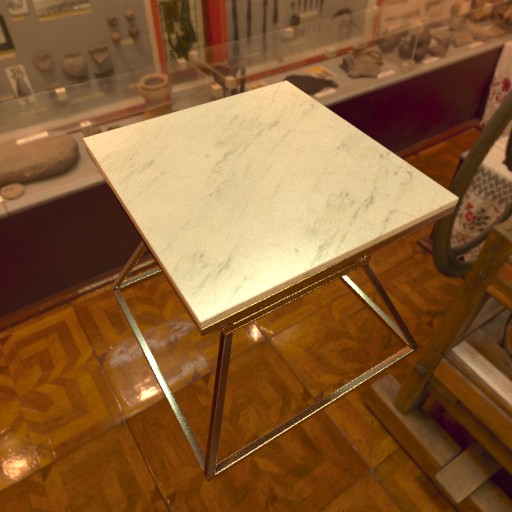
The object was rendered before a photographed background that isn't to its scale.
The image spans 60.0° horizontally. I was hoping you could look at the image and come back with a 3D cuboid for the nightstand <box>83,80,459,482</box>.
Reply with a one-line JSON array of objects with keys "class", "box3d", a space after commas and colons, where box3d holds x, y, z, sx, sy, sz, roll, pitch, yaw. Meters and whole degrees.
[{"class": "nightstand", "box3d": [0.000, 0.000, 0.875, 0.514, 0.426, 0.513, -24, 51, -21]}]
